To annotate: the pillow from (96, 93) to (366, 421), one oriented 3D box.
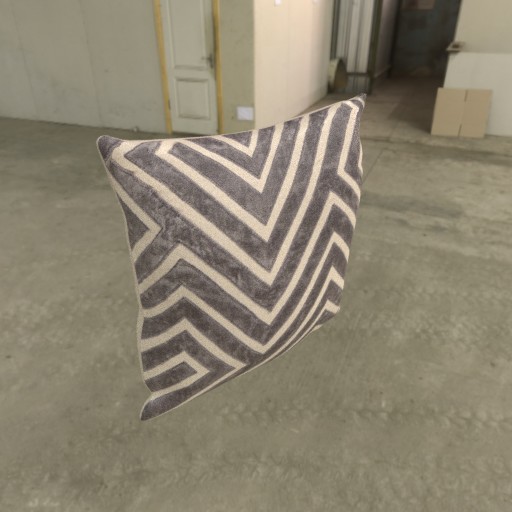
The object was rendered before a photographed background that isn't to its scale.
[{"bbox_3d":[0.000,0.000,0.681,0.440,0.441,0.182,-22,37,-32],"label":"pillow"}]
